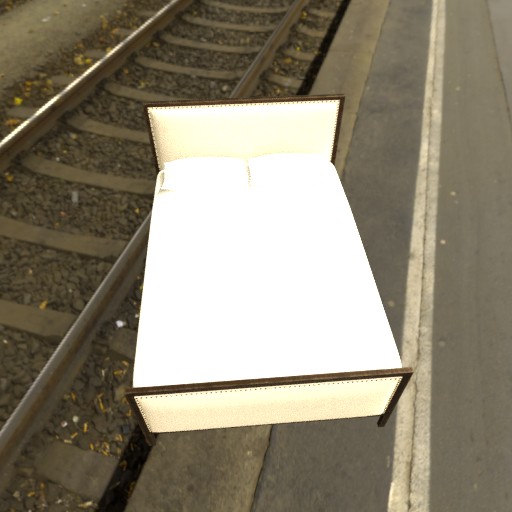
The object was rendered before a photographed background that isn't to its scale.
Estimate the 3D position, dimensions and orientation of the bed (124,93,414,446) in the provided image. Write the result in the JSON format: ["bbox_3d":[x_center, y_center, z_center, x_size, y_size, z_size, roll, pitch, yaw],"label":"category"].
[{"bbox_3d":[0.000,0.000,3.254,1.607,1.313,2.221,-3,48,-3],"label":"bed"}]
